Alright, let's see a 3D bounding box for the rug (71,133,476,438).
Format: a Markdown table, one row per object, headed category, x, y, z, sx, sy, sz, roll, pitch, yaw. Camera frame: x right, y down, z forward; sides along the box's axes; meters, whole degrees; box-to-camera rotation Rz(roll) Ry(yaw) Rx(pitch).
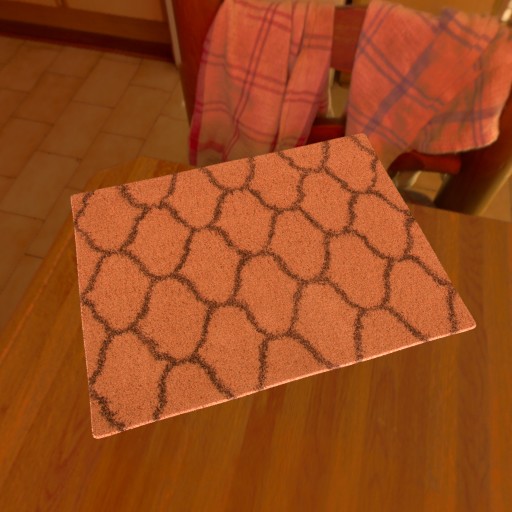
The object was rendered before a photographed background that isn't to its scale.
| category | x | y | z | sx | sy | sz | roll | pitch | yaw |
| --- | --- | --- | --- | --- | --- | --- | --- | --- | --- |
| rug | 0.000 | 0.000 | 2.055 | 1.600 | 0.025 | 1.200 | -14 | 60 | -8 |
